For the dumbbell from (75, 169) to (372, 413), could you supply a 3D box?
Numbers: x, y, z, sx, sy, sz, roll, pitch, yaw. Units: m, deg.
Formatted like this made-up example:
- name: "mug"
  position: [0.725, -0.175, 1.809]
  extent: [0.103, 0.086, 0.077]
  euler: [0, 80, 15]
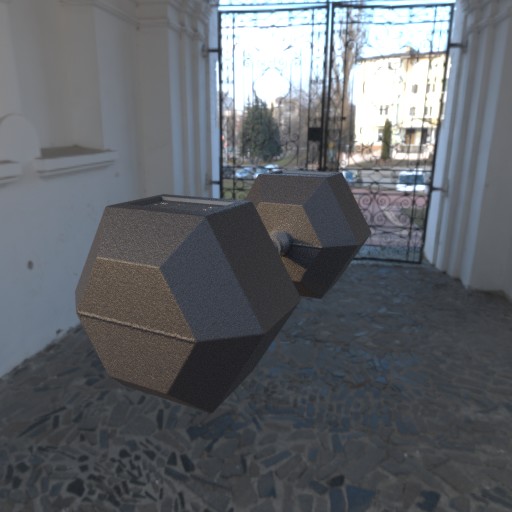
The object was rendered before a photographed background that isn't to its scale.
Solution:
- name: "dumbbell"
  position: [0.000, 0.000, 0.468]
  extent: [0.173, 0.150, 0.384]
  euler: [8, 18, 25]
